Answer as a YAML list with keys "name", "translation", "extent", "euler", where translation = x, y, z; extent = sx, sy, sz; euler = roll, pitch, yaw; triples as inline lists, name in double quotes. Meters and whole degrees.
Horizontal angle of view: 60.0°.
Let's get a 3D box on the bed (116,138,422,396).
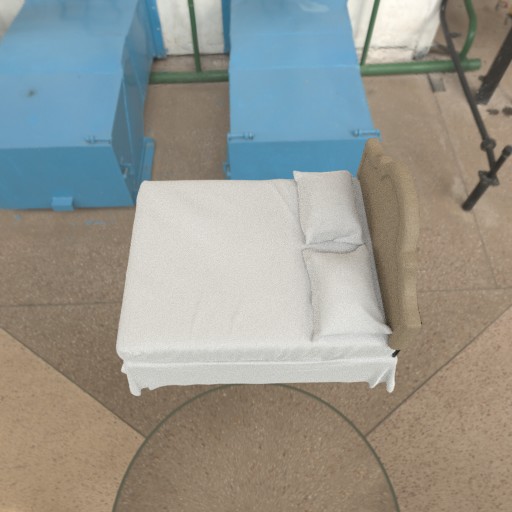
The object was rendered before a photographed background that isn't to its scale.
- name: "bed"
  translation: [0.000, 0.000, 3.409]
  extent: [2.222, 1.634, 1.780]
  euler: [-1, 58, -1]
